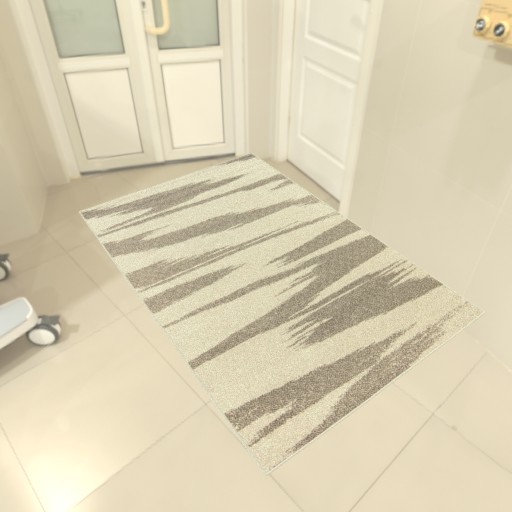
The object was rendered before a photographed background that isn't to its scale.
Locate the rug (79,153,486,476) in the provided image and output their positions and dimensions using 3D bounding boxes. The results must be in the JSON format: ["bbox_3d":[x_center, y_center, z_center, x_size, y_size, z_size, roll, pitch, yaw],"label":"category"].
[{"bbox_3d":[0.000,0.000,2.271,1.225,0.008,1.827,-25,47,-26],"label":"rug"}]
